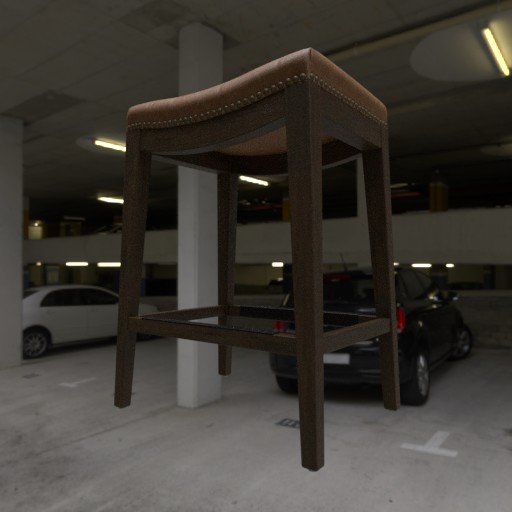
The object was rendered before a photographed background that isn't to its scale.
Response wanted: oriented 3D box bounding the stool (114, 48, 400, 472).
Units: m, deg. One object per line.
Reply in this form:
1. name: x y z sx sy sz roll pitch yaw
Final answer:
1. stool: 0.000 0.000 0.957 0.500 0.660 0.361 -1 -1 37
